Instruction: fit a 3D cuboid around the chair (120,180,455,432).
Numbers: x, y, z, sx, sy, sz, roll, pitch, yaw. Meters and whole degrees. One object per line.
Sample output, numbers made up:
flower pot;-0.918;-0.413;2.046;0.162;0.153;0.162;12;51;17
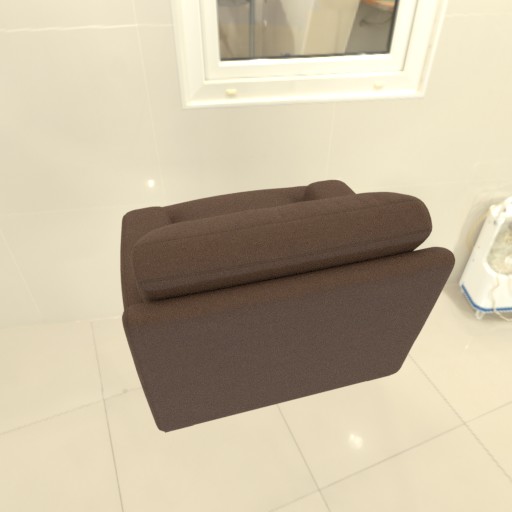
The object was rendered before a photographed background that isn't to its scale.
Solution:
chair;0.000;0.000;1.993;1.168;0.940;1.143;-10;42;-12
